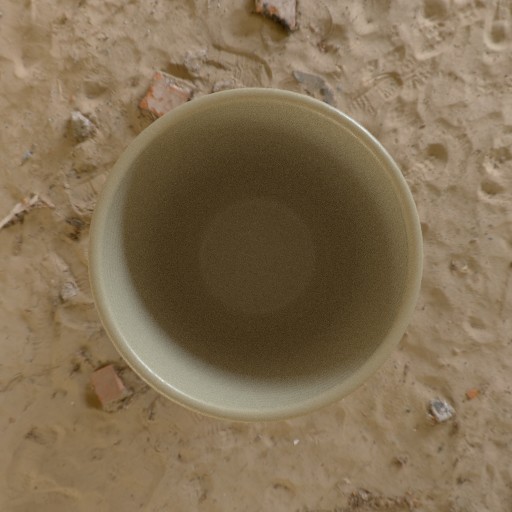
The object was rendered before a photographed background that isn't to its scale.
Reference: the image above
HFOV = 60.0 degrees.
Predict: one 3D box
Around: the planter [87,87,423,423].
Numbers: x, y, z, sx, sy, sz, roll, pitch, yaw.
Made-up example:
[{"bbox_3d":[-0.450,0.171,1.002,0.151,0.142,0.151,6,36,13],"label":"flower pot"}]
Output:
[{"bbox_3d":[0.000,0.000,0.365,0.206,0.190,0.206,0,90,0],"label":"planter"}]
